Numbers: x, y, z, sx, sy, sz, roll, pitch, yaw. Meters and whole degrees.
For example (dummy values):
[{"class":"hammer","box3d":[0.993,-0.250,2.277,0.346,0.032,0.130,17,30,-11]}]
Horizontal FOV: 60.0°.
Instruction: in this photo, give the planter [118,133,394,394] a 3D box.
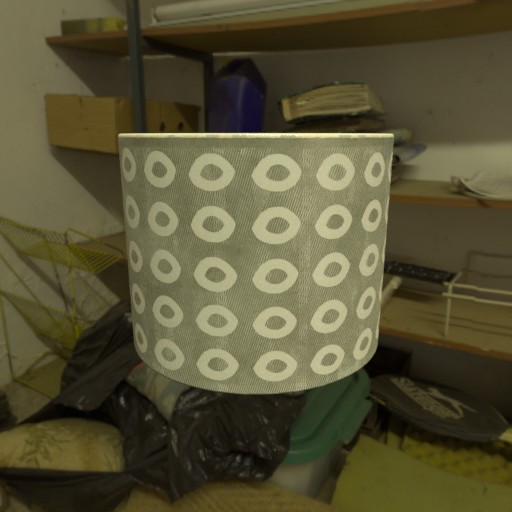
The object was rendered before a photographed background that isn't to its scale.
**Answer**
[{"class":"planter","box3d":[0.000,0.000,0.342,0.190,0.181,0.190,0,15,0]}]
